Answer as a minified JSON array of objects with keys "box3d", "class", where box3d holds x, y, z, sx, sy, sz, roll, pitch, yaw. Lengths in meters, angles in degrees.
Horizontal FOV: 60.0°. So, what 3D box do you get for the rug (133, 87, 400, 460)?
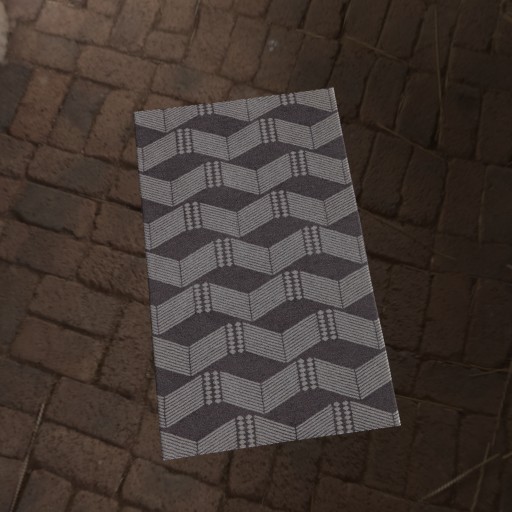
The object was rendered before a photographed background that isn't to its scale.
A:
[{"box3d":[0.000,0.000,3.061,1.517,0.011,2.435,-8,77,-2],"class":"rug"}]
